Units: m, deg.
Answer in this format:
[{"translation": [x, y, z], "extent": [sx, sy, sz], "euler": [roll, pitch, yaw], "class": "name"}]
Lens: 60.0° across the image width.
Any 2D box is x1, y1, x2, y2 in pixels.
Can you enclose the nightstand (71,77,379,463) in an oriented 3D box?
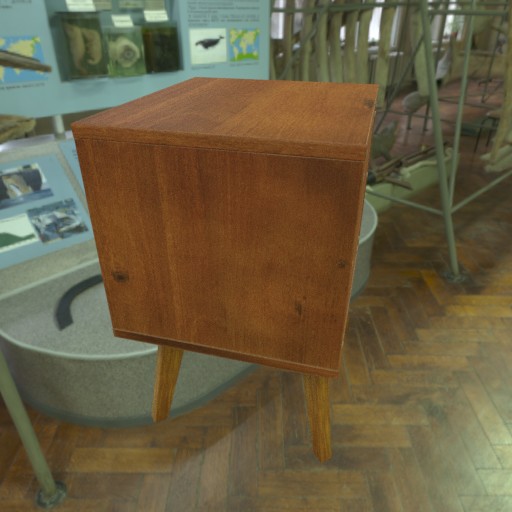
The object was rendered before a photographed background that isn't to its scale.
[{"translation": [0.000, 0.000, 0.917], "extent": [0.411, 0.618, 0.460], "euler": [8, 31, 13], "class": "nightstand"}]
